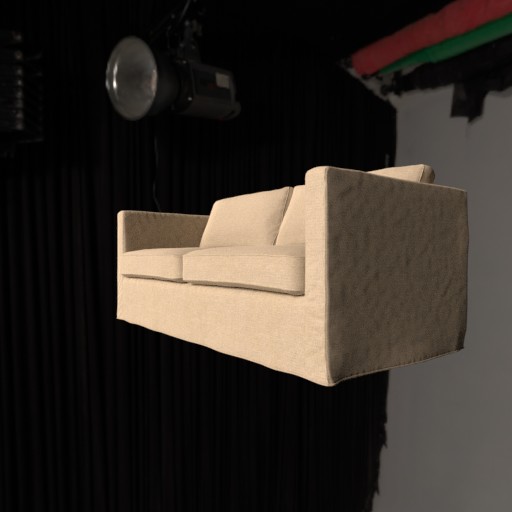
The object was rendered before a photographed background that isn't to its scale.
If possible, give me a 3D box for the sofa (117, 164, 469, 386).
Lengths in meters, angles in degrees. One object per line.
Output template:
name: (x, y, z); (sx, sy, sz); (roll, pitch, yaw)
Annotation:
sofa: (0.000, 0.000, 2.493); (0.956, 0.847, 1.987); (0, 0, -37)
